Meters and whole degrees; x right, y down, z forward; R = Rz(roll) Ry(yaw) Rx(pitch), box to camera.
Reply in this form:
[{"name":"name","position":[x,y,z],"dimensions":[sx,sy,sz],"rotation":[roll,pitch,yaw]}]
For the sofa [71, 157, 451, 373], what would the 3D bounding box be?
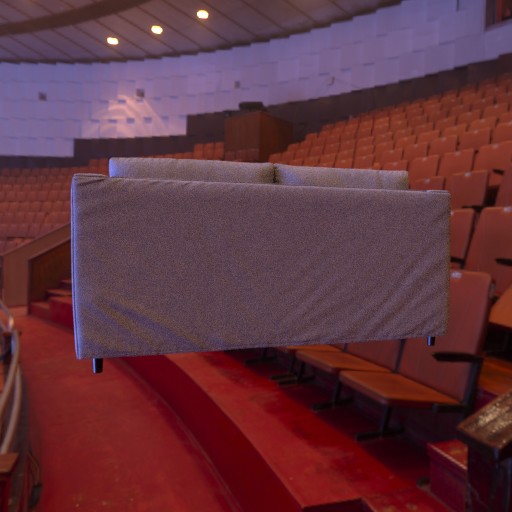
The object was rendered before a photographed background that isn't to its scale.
[{"name":"sofa","position":[0.000,0.000,2.694],"dimensions":[2.010,1.018,1.072],"rotation":[0,1,-18]}]
